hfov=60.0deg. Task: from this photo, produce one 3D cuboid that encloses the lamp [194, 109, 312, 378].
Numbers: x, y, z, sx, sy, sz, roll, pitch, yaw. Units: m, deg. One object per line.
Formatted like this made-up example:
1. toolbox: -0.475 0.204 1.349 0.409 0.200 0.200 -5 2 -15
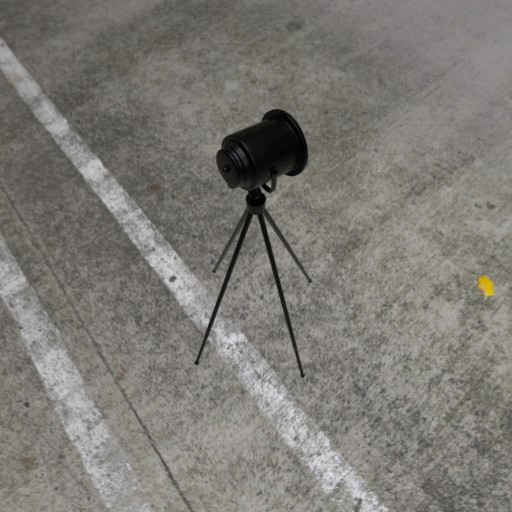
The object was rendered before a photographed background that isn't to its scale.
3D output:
1. lamp: 0.000 0.000 2.029 0.884 1.504 0.879 -34 65 -19
